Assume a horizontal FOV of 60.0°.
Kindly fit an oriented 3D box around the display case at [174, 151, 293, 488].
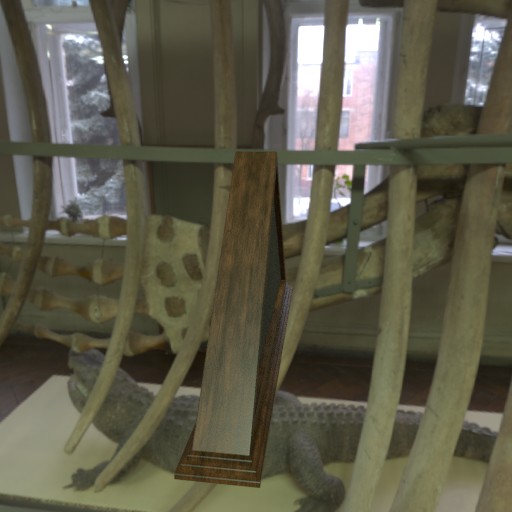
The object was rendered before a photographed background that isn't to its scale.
[{"bbox_3d":[0.000,0.000,0.742,0.095,0.340,0.640,2,15,7],"label":"display case"}]
